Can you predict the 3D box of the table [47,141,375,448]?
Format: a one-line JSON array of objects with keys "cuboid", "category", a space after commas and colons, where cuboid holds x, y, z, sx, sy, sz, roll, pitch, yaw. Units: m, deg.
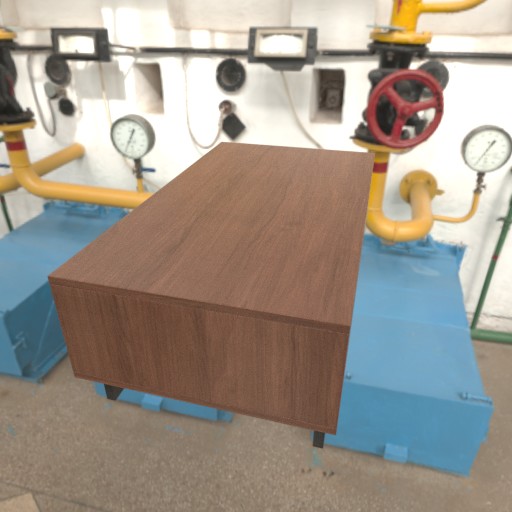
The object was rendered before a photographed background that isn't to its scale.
[{"cuboid": [0.000, 0.000, 1.314, 0.600, 0.380, 1.020, 8, 30, 13], "category": "table"}]
